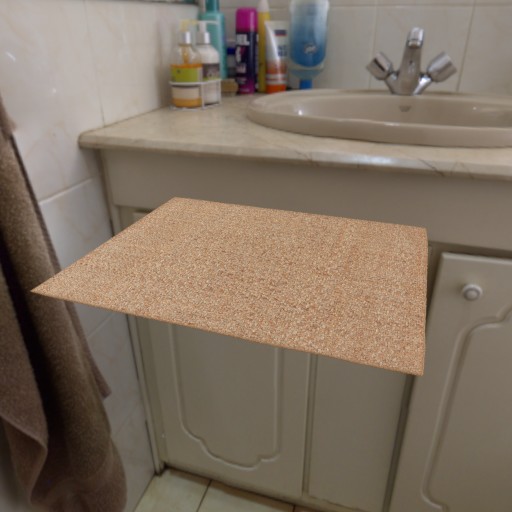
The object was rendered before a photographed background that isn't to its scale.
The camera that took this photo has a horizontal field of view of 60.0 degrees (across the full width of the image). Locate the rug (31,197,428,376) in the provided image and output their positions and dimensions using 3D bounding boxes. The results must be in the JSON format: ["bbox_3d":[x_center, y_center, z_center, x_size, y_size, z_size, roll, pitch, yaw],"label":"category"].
[{"bbox_3d":[0.000,0.000,4.167,3.048,0.013,2.439,9,28,17],"label":"rug"}]
